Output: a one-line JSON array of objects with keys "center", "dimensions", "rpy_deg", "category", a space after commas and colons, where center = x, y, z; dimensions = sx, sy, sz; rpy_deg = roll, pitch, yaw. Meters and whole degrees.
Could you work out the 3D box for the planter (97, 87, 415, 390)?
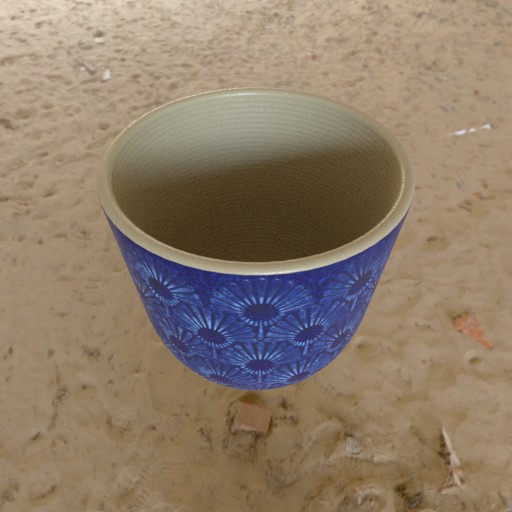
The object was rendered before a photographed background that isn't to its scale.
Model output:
[{"center": [0.000, 0.000, 0.362], "dimensions": [0.206, 0.190, 0.206], "rpy_deg": [0, 46, 0], "category": "planter"}]
